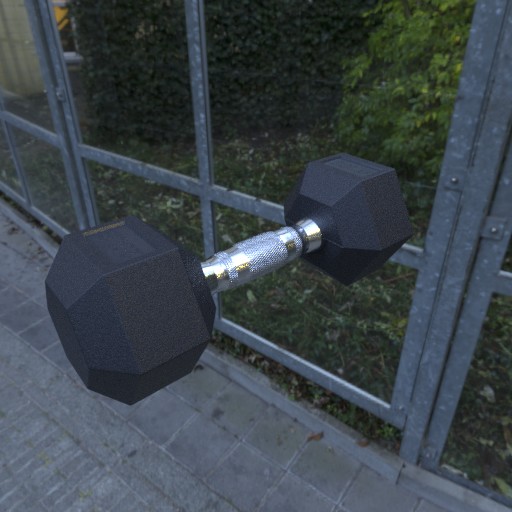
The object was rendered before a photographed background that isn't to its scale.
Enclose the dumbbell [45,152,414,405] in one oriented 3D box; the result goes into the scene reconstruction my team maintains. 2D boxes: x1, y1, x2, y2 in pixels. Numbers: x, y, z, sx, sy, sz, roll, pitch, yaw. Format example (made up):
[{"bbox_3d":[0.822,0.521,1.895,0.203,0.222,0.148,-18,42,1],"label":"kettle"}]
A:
[{"bbox_3d":[0.000,0.000,0.319,0.272,0.092,0.106,-23,38,-33],"label":"dumbbell"}]
